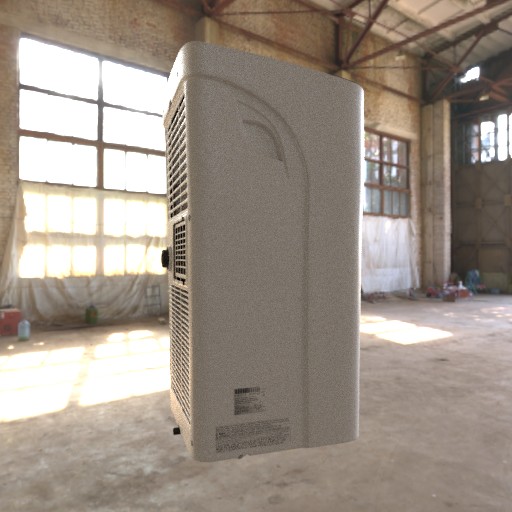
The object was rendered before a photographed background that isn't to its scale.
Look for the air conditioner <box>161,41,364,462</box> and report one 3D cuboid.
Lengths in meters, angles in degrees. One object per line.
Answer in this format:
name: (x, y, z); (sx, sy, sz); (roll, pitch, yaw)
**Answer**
air conditioner: (0.000, 0.000, 0.925); (0.369, 0.716, 0.352); (0, 0, -18)
